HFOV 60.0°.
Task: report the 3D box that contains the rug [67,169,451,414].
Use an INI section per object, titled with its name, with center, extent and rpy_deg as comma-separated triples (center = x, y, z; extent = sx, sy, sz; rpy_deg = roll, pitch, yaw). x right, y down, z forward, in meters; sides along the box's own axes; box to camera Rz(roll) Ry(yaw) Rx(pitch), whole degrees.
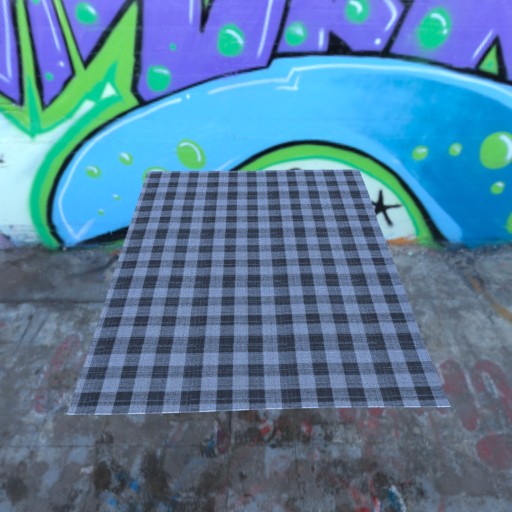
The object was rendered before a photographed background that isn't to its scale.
[rug]
center = 0.000, 0.000, 3.942
extent = 2.432, 0.013, 3.021
rpy_deg = -1, 41, -1
